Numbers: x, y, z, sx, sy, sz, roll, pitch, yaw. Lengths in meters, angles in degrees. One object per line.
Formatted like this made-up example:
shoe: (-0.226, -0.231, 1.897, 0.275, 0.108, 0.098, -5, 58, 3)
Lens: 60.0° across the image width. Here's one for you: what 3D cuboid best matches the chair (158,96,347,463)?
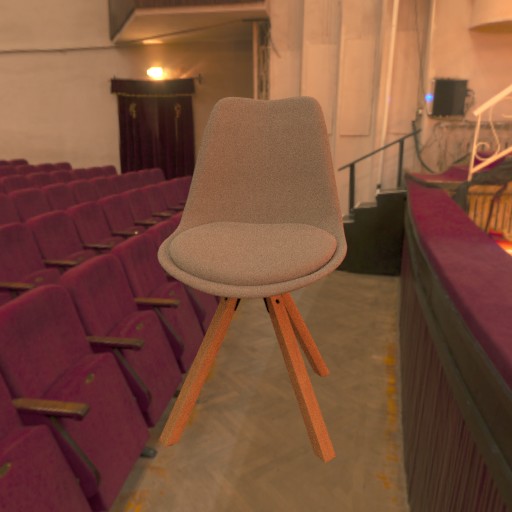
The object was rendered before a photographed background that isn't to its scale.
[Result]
chair: (0.000, 0.000, 1.200, 0.474, 0.863, 0.549, 2, 15, 8)
